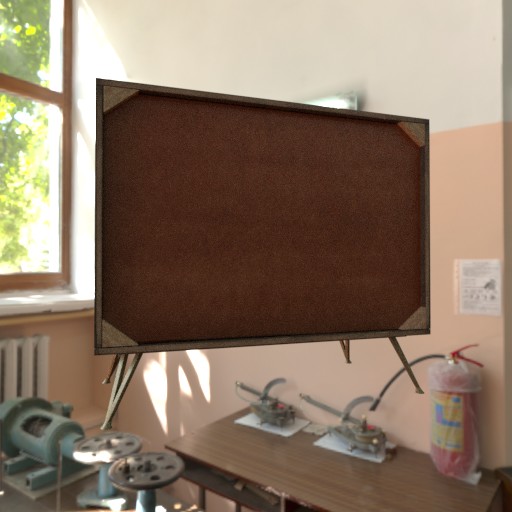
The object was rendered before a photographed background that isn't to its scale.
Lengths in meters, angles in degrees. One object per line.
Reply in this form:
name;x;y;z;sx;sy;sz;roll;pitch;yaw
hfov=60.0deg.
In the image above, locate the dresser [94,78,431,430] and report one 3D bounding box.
dresser;0.000;0.000;1.364;0.923;0.801;0.453;0;-1;-19
